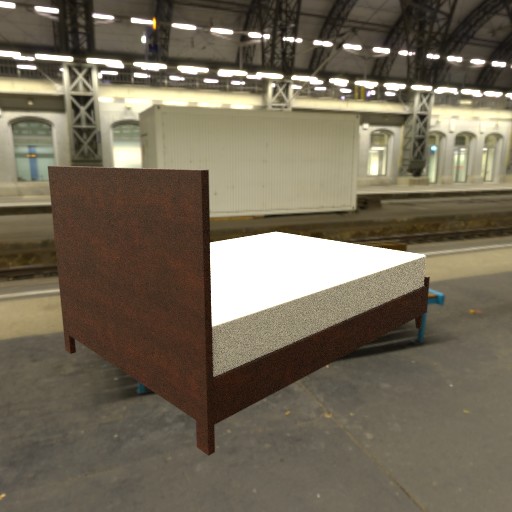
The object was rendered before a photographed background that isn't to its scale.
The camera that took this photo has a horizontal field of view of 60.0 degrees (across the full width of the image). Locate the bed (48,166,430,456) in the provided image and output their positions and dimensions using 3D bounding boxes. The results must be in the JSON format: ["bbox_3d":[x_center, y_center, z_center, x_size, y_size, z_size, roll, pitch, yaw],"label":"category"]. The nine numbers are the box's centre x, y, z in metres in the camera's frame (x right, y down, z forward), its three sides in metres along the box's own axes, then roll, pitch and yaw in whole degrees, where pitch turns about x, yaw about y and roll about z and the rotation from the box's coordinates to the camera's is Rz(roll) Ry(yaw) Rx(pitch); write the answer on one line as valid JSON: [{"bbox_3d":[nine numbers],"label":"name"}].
[{"bbox_3d":[0.000,0.000,3.176,2.184,1.270,1.600,-12,17,-43],"label":"bed"}]
